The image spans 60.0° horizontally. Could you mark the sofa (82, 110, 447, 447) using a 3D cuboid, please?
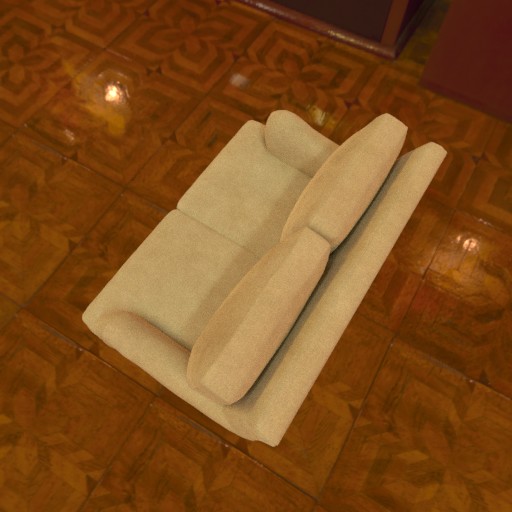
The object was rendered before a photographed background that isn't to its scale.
[{"bbox_3d":[0.000,0.000,2.207,1.086,1.087,1.498,30,68,14],"label":"sofa"}]
